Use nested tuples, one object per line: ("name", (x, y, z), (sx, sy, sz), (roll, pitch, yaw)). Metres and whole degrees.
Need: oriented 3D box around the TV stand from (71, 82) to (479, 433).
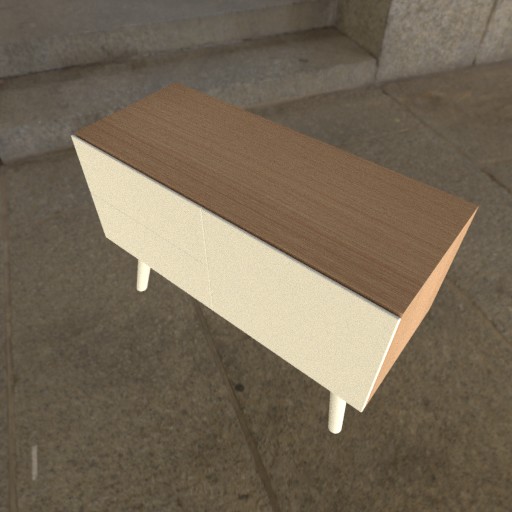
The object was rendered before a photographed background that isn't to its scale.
("TV stand", (0.000, 0.000, 1.365), (0.991, 0.660, 0.407), (30, 54, 25))
